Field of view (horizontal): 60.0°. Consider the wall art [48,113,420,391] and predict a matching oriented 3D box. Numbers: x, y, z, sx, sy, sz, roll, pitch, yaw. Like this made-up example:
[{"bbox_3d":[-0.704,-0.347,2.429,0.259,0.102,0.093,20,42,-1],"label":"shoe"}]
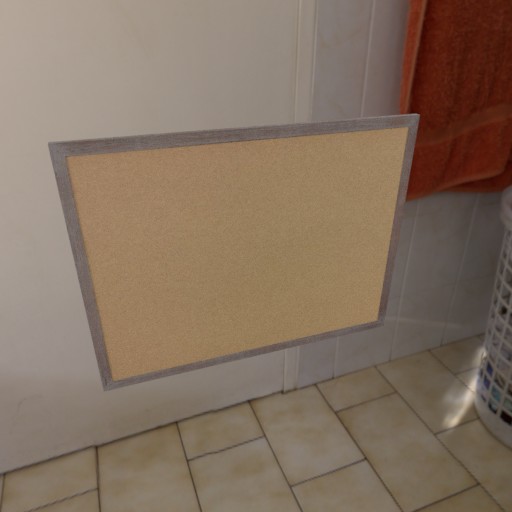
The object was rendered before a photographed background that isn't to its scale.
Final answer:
[{"bbox_3d":[0.000,0.000,1.351,1.012,0.774,0.019,-9,30,-17],"label":"wall art"}]
